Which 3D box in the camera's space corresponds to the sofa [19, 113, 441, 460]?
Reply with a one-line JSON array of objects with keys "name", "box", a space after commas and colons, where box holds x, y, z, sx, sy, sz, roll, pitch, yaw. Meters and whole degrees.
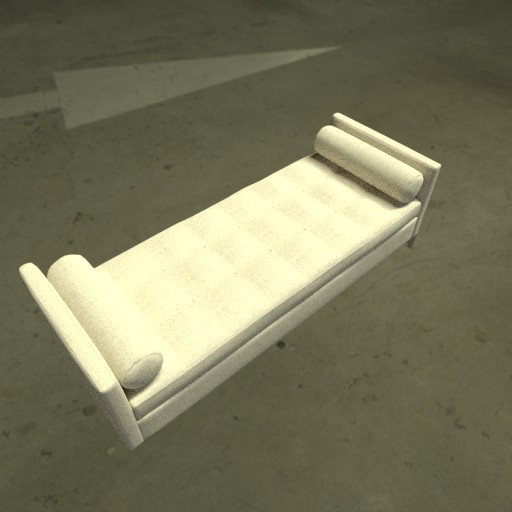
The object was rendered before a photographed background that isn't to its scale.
[{"name": "sofa", "box": [0.000, 0.000, 2.418, 2.102, 0.655, 0.797, -32, 54, -27]}]
